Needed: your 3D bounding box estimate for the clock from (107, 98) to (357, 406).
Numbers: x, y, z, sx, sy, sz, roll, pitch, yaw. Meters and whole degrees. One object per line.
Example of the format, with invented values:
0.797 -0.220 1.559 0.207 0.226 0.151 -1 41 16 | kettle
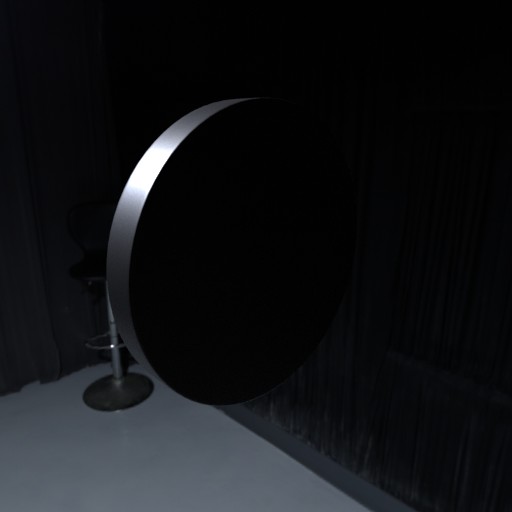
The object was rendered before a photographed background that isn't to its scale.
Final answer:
0.000 0.000 0.467 0.314 0.314 0.040 -15 22 -41 | clock
